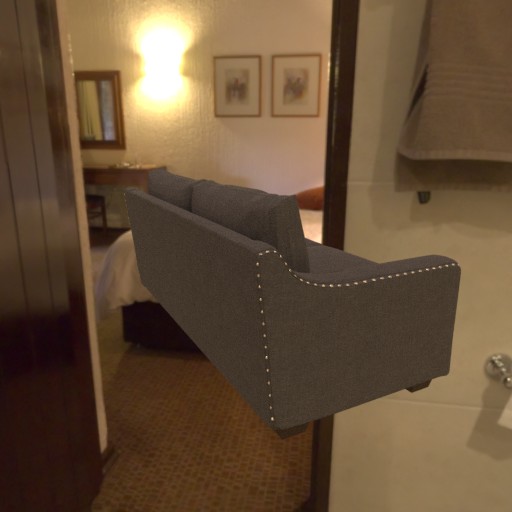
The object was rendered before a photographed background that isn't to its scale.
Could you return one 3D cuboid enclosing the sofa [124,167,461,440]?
[{"bbox_3d":[0.000,0.000,3.288,1.336,1.196,2.550,-8,17,-27],"label":"sofa"}]
